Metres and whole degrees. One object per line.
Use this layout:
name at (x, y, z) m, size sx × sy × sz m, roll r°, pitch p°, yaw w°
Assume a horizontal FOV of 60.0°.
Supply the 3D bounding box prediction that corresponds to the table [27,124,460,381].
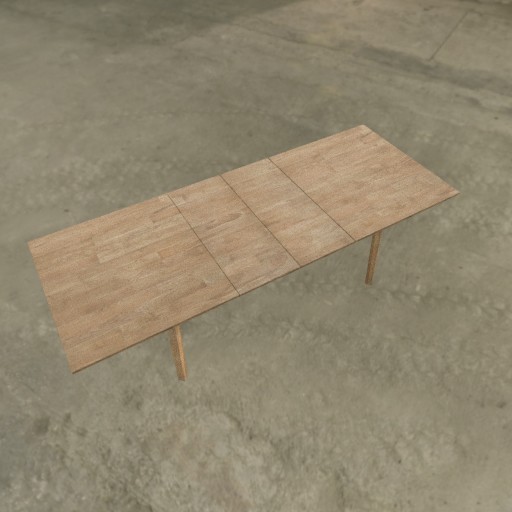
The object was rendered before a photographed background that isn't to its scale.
table at (0.000, 0.000, 3.098) m, size 2.603 × 0.752 × 1.000 m, roll -24°, pitch 51°, yaw -20°
